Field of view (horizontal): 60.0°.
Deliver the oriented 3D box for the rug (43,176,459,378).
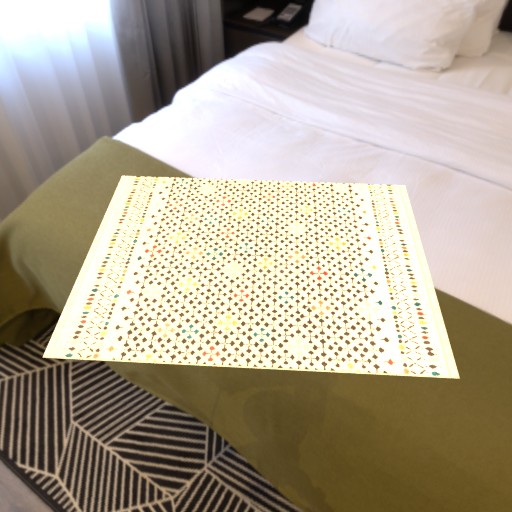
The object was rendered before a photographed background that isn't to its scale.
[{"bbox_3d":[0.000,0.000,2.045,1.556,0.006,1.146,2,47,2],"label":"rug"}]
